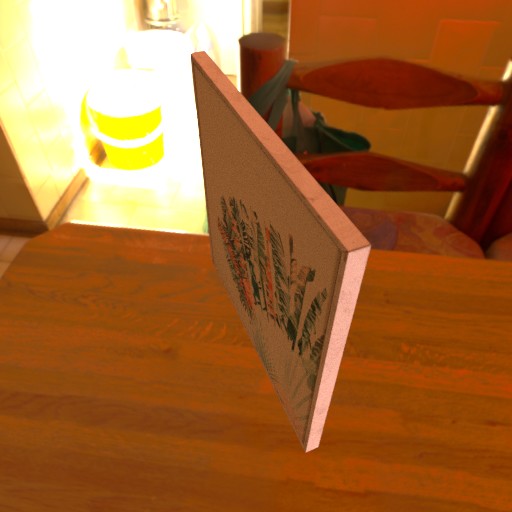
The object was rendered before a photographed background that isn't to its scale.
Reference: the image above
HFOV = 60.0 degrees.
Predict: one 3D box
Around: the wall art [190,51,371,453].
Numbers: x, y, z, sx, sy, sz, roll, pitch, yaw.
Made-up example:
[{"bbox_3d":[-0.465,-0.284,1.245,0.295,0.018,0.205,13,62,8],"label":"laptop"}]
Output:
[{"bbox_3d":[0.000,0.000,1.147,0.038,0.757,0.760,-17,48,-16],"label":"wall art"}]
